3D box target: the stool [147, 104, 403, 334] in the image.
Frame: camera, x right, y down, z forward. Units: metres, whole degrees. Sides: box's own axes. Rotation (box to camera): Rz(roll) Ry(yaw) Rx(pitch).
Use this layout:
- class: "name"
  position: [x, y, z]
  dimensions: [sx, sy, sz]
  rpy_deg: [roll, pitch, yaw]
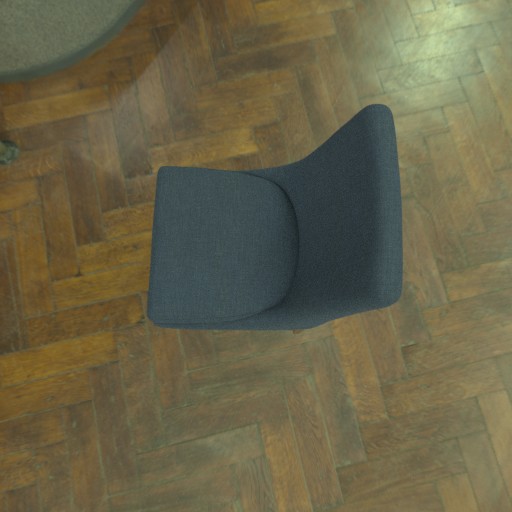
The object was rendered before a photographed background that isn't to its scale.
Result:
- class: "stool"
  position: [0.000, 0.000, 1.375]
  dimensions: [0.577, 1.078, 0.470]
  rpy_deg: [1, 77, 0]
